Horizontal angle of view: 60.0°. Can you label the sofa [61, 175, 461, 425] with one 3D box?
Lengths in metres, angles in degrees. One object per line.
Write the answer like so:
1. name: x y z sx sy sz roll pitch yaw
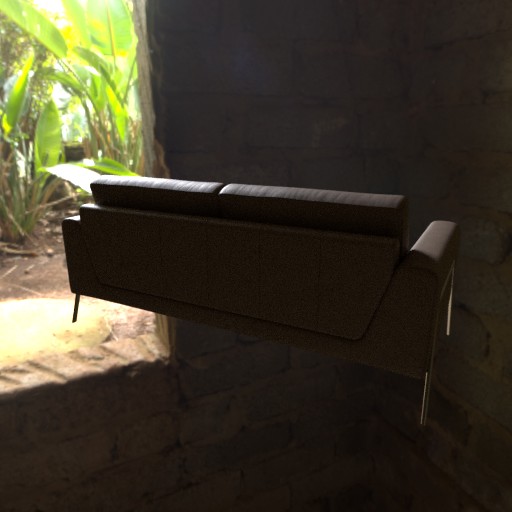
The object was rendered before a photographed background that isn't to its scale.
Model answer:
1. sofa: 0.000 0.000 2.476 2.017 0.875 0.953 9 18 27
